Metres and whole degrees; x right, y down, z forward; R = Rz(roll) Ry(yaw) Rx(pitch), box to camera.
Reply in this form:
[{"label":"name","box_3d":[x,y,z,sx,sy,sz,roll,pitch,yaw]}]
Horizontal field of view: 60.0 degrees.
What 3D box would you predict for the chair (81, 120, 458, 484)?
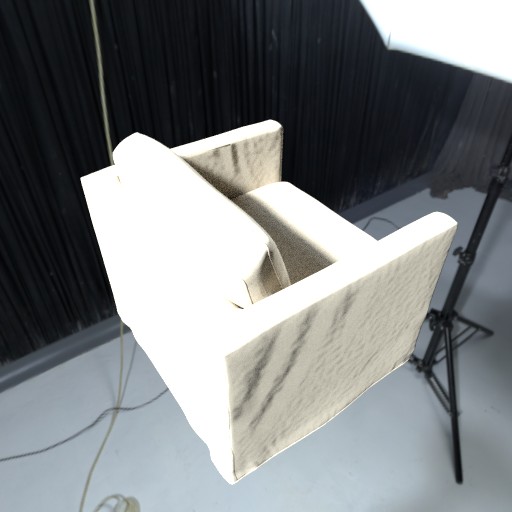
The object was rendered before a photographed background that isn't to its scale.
[{"label":"chair","box_3d":[0.000,0.000,1.732,0.949,0.867,1.057,-24,46,-26]}]
